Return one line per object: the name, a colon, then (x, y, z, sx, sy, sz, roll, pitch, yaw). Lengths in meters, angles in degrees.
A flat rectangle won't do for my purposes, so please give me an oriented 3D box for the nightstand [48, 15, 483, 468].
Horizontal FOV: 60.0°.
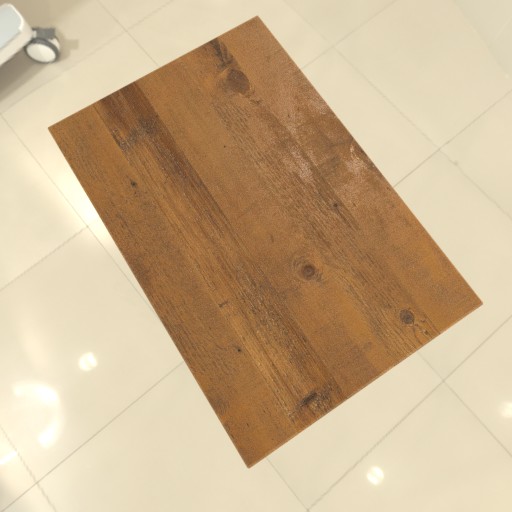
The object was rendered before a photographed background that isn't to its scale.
nightstand: (0.000, 0.000, 1.021, 0.450, 0.599, 0.650, -32, 77, -8)
